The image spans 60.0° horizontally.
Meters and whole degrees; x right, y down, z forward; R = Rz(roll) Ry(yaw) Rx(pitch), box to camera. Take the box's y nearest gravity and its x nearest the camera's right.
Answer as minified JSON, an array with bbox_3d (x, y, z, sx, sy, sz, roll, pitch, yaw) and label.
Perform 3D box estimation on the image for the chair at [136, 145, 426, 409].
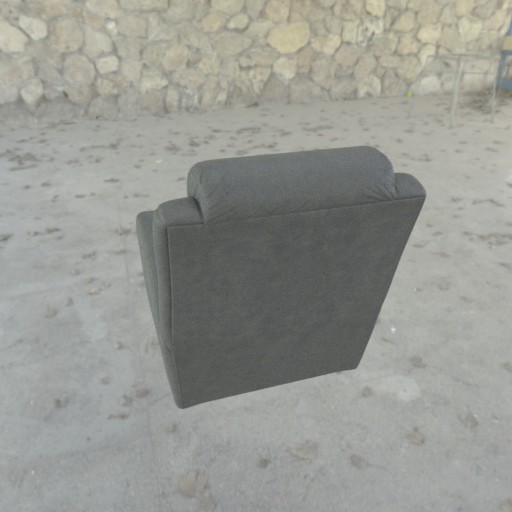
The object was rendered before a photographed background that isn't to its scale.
[{"bbox_3d":[0.000,0.000,1.951,0.967,1.116,1.068,-8,29,-15],"label":"chair"}]
